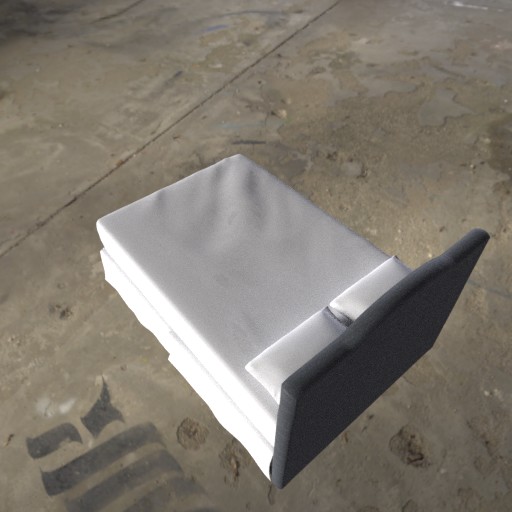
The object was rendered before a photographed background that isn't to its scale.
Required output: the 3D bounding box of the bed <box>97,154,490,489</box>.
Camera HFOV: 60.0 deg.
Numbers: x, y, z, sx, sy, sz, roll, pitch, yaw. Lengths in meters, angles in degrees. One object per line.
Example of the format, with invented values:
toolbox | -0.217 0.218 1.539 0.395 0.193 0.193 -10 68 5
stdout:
bed | 0.000 0.000 3.464 1.747 1.441 2.507 -31 54 -26
